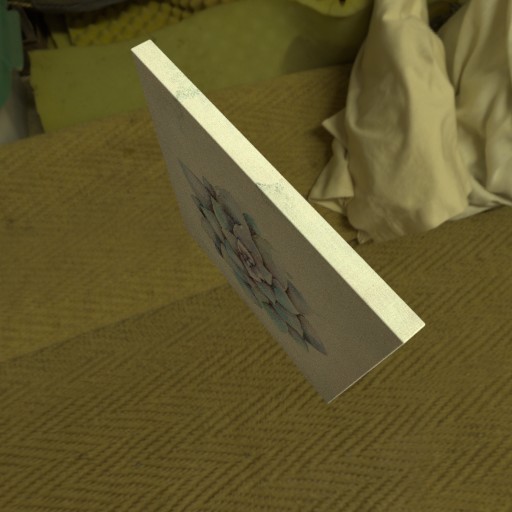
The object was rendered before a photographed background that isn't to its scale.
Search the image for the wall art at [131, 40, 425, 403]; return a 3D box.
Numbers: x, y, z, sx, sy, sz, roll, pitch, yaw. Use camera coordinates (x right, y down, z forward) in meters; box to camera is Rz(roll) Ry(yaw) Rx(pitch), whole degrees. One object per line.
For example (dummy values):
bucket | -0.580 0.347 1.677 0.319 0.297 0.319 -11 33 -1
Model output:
wall art | 0.000 0.000 0.900 0.040 0.612 0.612 -35 70 -15
